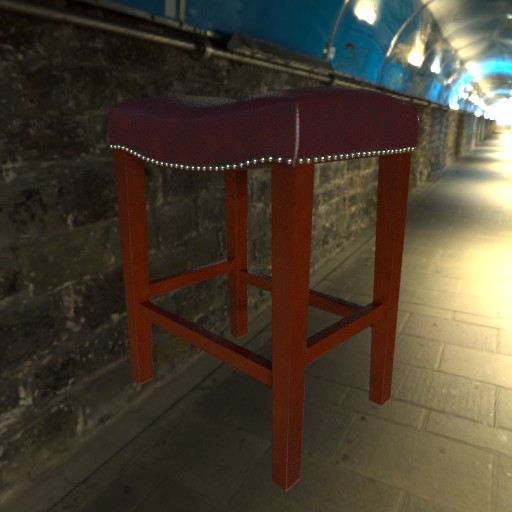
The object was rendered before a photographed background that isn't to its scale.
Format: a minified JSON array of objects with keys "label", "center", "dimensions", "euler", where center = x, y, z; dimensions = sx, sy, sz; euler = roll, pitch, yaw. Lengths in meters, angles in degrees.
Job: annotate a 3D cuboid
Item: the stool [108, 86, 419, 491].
[{"label":"stool","center":[0.000,0.000,0.947],"dimensions":[0.504,0.657,0.372],"euler":[16,23,41]}]
